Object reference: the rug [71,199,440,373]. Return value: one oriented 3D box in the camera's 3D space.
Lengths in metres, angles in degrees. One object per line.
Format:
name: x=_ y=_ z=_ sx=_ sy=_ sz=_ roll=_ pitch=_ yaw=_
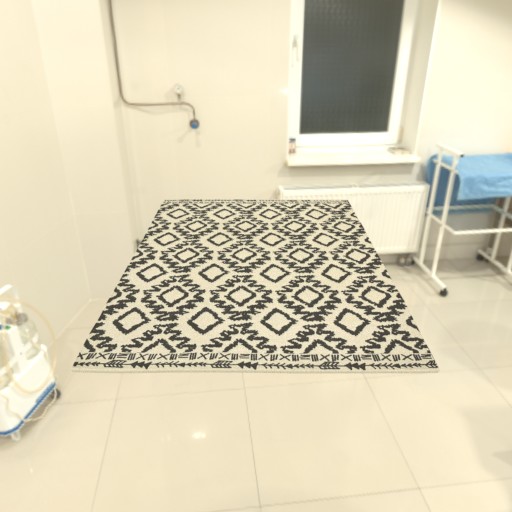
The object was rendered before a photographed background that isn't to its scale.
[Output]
rug: x=0.000 y=0.000 z=4.388 sx=2.444 sy=0.036 sz=3.369 roll=0 pitch=27 yaw=0
